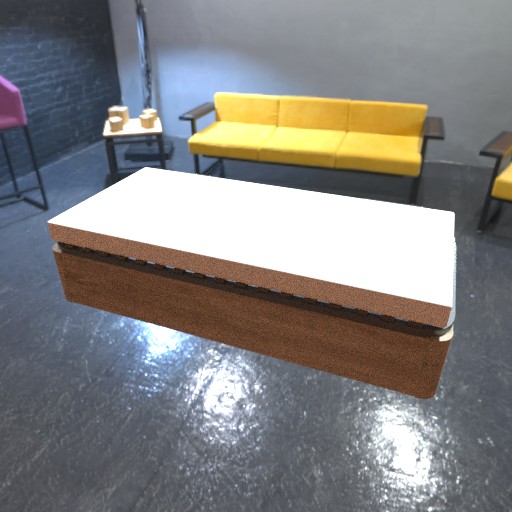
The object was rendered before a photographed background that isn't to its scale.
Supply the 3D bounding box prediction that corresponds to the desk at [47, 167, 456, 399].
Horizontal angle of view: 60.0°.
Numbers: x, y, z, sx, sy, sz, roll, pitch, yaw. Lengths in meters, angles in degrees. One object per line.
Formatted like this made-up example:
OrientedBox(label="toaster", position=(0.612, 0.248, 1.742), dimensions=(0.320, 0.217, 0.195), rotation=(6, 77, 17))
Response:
OrientedBox(label="desk", position=(0.000, 0.000, 2.312), dimensions=(1.900, 0.455, 0.900), rotation=(11, 32, 18))
